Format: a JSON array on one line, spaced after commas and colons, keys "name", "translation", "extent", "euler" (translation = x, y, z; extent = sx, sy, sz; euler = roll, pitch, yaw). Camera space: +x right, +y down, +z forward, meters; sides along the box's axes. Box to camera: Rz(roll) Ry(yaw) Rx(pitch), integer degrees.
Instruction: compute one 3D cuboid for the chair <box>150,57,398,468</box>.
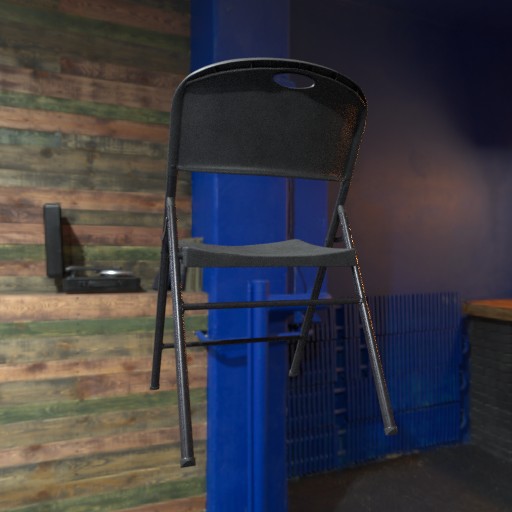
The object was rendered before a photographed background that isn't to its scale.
[{"name": "chair", "translation": [0.000, 0.000, 1.173], "extent": [0.494, 0.810, 0.566], "euler": [0, 0, -20]}]
